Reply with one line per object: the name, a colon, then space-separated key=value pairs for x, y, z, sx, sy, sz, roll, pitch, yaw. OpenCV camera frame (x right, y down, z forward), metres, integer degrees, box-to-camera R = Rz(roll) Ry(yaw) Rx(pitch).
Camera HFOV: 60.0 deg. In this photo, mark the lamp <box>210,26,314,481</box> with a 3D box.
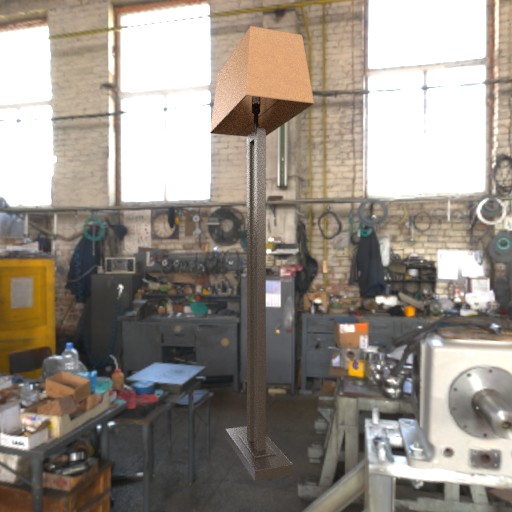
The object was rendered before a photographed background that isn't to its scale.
lamp: x=0.000 y=0.000 z=1.629 sx=0.233 sy=1.469 sz=0.475 roll=0 pitch=1 yaw=-19
